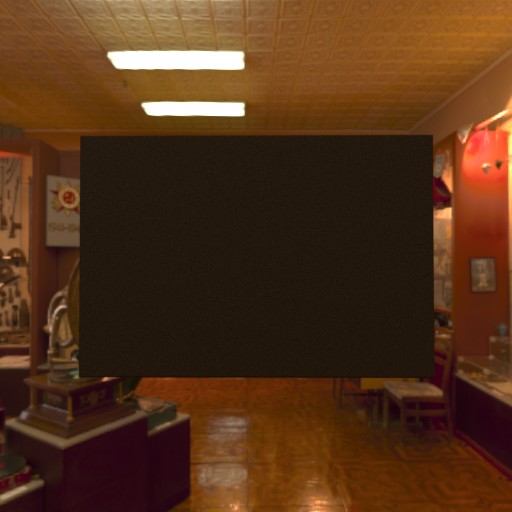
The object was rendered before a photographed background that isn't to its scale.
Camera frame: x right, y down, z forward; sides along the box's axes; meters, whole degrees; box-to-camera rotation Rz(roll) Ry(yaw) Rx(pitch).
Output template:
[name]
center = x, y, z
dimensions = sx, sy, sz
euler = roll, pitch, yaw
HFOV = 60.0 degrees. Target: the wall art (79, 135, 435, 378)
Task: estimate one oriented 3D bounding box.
[wall art]
center = 0.000, 0.000, 1.211
dimensions = 0.958, 0.656, 0.026
euler = 0, -1, 1
